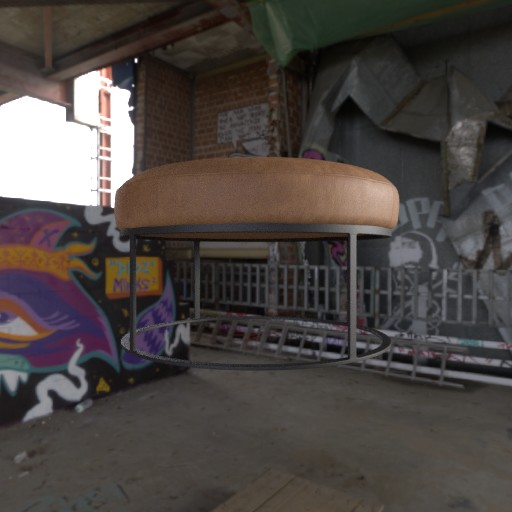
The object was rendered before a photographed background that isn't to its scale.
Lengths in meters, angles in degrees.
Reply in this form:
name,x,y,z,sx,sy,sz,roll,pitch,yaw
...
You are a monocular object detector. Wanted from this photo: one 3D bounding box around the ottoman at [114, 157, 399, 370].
name,x,y,z,sx,sy,sz,roll,pitch,yaw
ottoman,0.000,0.000,1.260,0.771,0.460,0.771,0,0,0
